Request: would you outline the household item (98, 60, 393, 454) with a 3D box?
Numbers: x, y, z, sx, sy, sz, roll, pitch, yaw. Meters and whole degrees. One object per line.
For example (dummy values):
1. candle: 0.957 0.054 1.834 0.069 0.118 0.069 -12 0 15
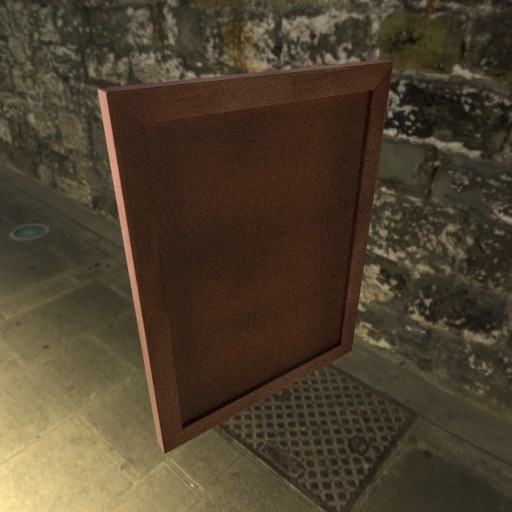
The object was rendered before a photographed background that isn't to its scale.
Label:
1. household item: 0.000 0.000 0.520 0.310 0.407 0.067 -19 35 -30
